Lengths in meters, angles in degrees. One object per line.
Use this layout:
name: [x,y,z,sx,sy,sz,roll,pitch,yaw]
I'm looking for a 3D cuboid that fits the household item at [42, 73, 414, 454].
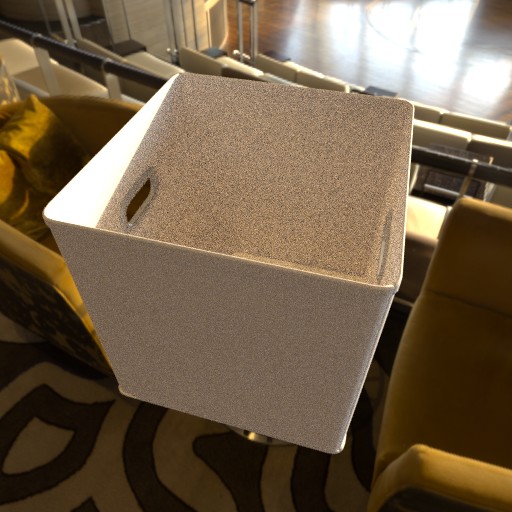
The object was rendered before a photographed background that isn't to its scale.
household item: [0.000,0.000,0.553,0.305,0.305,0.305,11,47,11]
